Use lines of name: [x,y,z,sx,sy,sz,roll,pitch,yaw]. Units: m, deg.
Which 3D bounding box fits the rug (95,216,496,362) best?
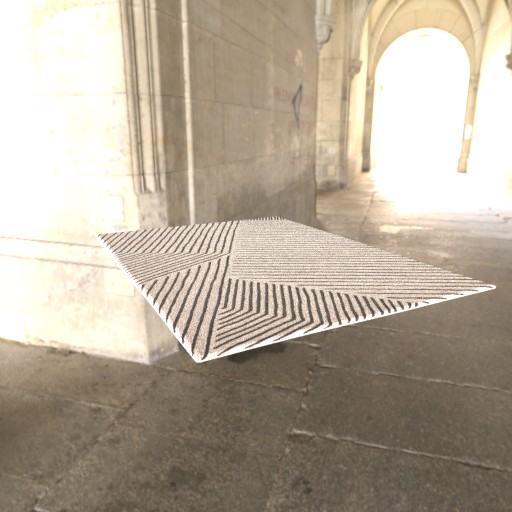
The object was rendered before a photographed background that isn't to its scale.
rug: [0.000,0.000,3.163,1.829,0.028,2.449,-8,18,-27]
